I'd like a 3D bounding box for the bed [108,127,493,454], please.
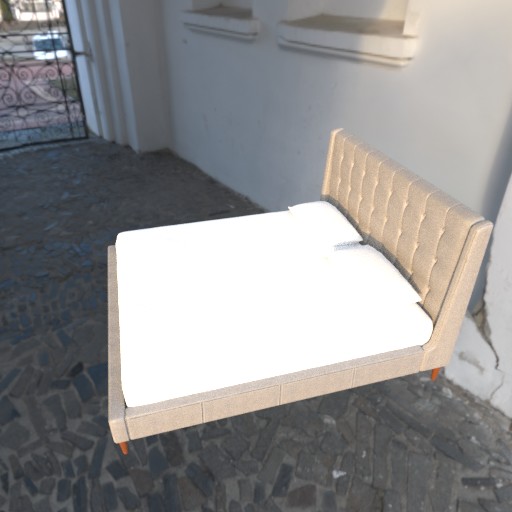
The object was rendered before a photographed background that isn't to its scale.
[{"bbox_3d":[0.000,0.000,3.475,2.342,1.289,2.062,-9,33,-13],"label":"bed"}]
